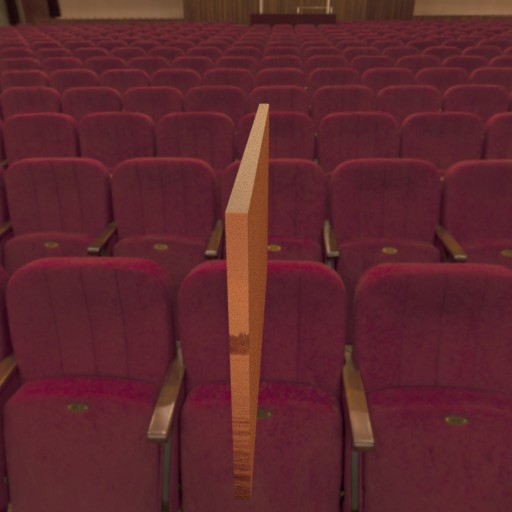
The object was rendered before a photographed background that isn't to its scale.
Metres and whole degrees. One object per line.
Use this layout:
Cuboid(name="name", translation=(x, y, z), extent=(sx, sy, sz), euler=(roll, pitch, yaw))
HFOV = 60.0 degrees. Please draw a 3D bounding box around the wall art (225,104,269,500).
Cuboid(name="wall art", translation=(0.000, 0.000, 0.766), extent=(0.021, 0.410, 0.615), euler=(2, 28, 3))
